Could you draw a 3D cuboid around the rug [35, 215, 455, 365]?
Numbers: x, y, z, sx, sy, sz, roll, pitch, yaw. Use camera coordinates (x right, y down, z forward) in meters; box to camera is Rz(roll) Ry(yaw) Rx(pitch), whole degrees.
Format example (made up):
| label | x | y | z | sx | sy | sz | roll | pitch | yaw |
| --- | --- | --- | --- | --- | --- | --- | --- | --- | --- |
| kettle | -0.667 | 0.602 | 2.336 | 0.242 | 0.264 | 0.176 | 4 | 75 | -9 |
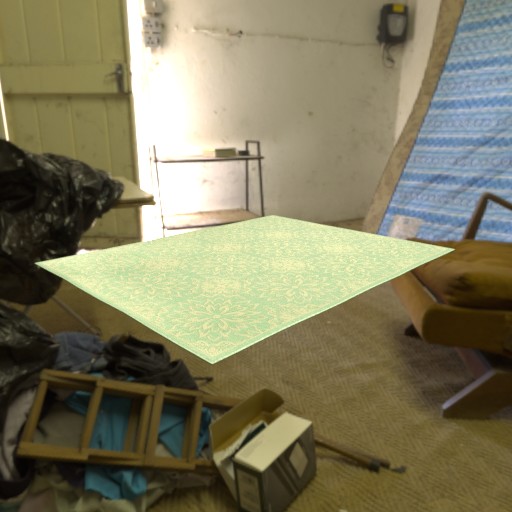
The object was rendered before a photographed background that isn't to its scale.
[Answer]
| label | x | y | z | sx | sy | sz | roll | pitch | yaw |
| --- | --- | --- | --- | --- | --- | --- | --- | --- | --- |
| rug | 0.000 | 0.000 | 3.986 | 2.363 | 0.012 | 2.980 | 16 | 23 | 43 |
